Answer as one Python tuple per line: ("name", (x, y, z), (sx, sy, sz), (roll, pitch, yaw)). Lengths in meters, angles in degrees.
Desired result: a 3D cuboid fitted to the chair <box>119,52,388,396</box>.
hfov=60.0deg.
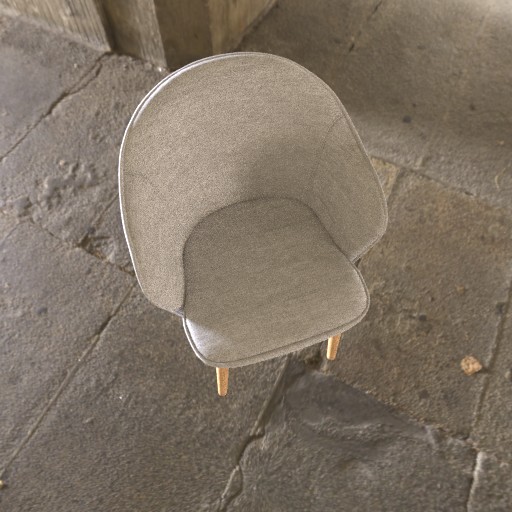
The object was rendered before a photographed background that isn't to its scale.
("chair", (0.000, 0.000, 1.129), (0.540, 0.800, 0.530), (-16, 64, -8))
